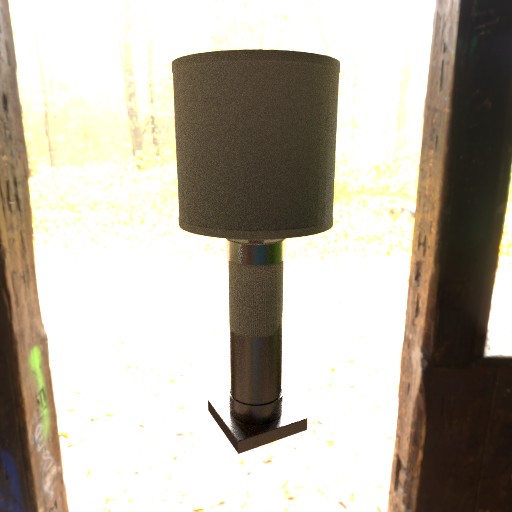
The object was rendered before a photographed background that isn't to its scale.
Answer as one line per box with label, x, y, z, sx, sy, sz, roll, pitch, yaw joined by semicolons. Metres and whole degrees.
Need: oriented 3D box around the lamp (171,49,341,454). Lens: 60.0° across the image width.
lamp;0.000;0.000;0.598;0.202;0.509;0.202;-8;17;-26
